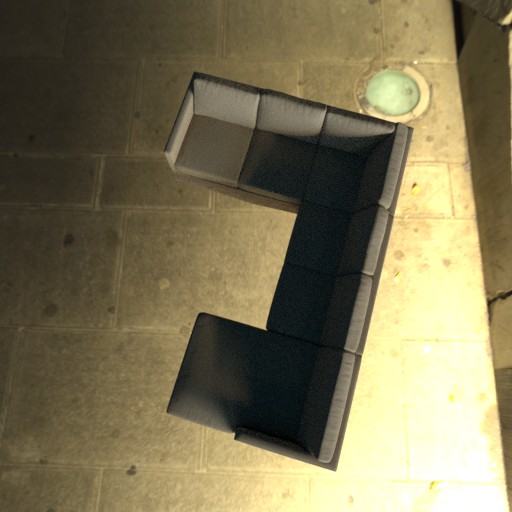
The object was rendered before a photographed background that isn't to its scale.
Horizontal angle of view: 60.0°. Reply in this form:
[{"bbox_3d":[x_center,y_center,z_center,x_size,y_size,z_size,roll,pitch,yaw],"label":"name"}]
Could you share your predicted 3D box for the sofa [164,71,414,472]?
[{"bbox_3d":[0.000,0.000,4.510,2.427,0.882,3.460,16,76,4],"label":"sofa"}]
